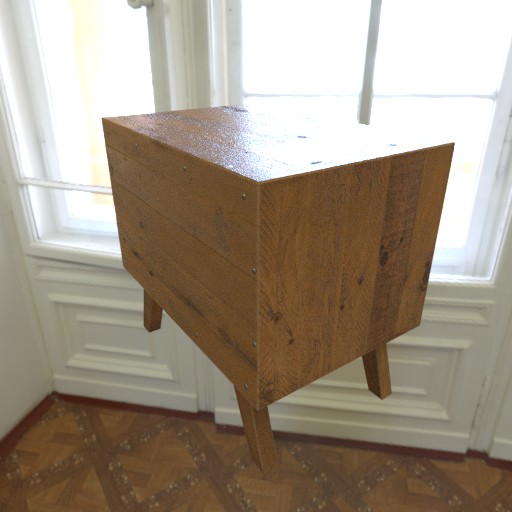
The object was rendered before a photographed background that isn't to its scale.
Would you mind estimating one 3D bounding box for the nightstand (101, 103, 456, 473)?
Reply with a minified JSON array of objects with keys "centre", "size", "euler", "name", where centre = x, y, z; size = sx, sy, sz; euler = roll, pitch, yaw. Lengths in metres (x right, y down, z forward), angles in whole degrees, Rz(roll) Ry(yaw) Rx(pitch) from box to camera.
[{"centre":[0.000,0.000,1.062],"size":[0.450,0.599,0.650],"euler":[-17,31,-31],"name":"nightstand"}]
